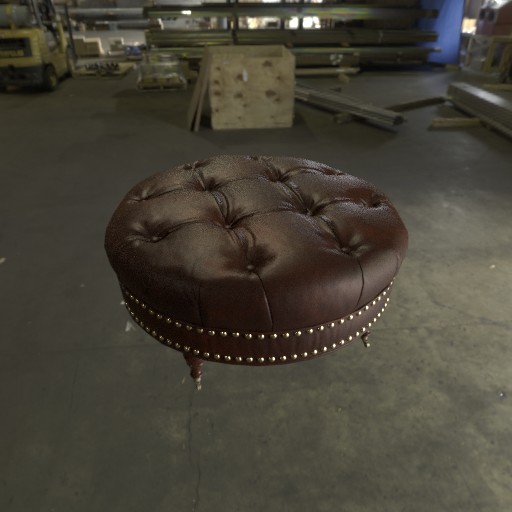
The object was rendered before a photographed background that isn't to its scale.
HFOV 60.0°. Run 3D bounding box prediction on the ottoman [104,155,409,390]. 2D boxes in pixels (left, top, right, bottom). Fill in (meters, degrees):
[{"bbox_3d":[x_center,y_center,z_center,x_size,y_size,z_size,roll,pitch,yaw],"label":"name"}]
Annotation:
[{"bbox_3d":[0.000,0.000,1.416,0.901,0.455,0.901,0,32,0],"label":"ottoman"}]
